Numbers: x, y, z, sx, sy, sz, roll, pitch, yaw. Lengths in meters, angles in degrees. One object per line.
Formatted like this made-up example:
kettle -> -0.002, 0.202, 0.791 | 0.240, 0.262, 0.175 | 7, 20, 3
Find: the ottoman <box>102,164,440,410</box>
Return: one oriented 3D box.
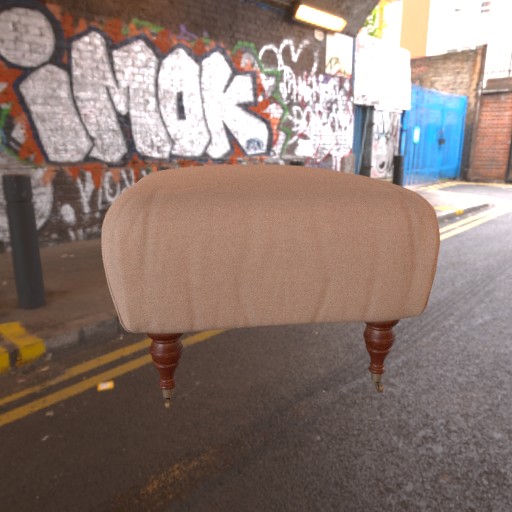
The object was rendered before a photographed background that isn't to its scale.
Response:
ottoman -> 0.000, 0.000, 1.137 | 0.639, 0.450, 0.746 | -2, 14, -8
